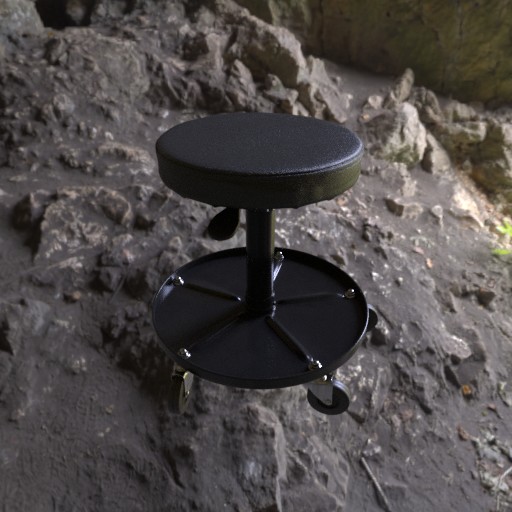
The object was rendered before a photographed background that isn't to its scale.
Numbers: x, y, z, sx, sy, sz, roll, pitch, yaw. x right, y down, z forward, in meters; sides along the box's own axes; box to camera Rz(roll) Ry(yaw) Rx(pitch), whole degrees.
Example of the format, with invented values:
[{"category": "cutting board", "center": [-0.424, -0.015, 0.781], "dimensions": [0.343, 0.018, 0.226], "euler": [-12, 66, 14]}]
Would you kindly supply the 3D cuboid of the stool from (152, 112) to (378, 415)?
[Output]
[{"category": "stool", "center": [0.000, 0.000, 0.675], "dimensions": [0.381, 0.365, 0.382], "euler": [11, 33, 17]}]
